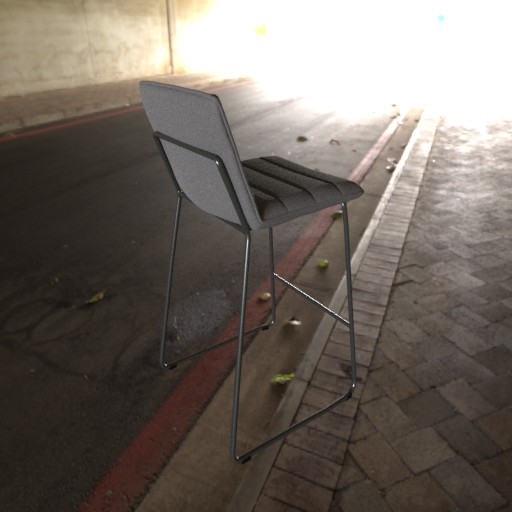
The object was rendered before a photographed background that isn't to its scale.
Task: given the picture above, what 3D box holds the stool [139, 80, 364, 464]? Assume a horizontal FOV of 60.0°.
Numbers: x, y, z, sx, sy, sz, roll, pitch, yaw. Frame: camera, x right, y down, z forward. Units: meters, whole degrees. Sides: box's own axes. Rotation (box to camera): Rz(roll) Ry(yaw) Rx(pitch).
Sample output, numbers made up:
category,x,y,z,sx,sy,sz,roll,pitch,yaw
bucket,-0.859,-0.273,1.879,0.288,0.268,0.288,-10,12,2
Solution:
category,x,y,z,sx,sy,sz,roll,pitch,yaw
stool,0.000,0.000,1.293,0.490,0.960,0.490,-17,32,-31
